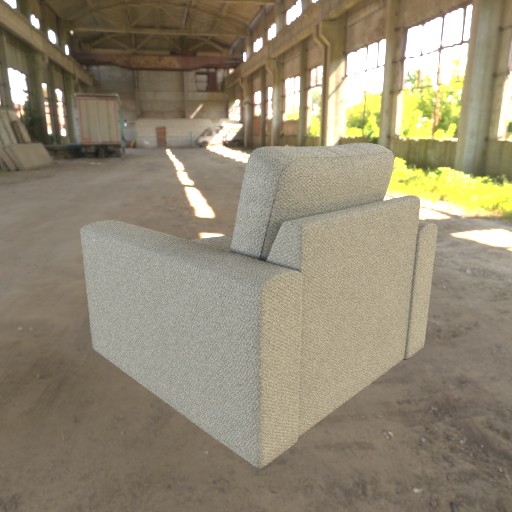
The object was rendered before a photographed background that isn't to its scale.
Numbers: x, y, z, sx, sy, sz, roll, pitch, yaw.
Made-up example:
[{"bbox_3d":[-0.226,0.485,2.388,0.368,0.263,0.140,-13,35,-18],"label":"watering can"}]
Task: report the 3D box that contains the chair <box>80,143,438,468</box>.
[{"bbox_3d":[0.000,0.000,1.759,1.016,0.873,1.005,15,22,43],"label":"chair"}]
